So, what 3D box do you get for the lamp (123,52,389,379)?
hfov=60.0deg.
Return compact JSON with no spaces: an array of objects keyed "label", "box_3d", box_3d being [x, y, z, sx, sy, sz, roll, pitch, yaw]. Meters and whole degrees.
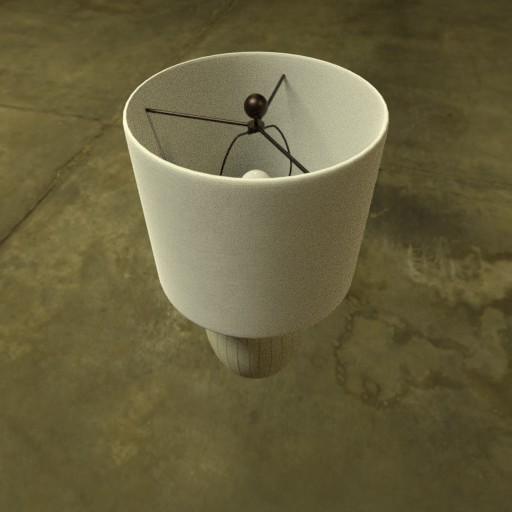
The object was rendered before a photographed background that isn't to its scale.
[{"label":"lamp","box_3d":[0.000,0.000,0.751,0.329,0.570,0.329,-22,50,-20]}]
